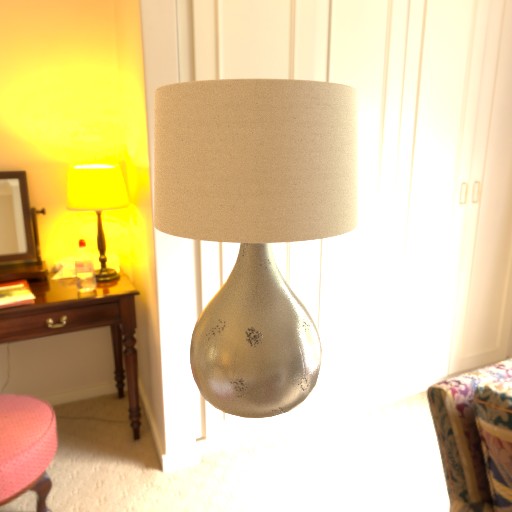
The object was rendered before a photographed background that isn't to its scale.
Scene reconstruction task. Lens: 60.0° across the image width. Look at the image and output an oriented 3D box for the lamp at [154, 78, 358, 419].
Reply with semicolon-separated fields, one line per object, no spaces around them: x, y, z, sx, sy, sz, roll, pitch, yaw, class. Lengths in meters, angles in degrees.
0.000;0.000;0.749;0.330;0.521;0.330;0;14;0;lamp
